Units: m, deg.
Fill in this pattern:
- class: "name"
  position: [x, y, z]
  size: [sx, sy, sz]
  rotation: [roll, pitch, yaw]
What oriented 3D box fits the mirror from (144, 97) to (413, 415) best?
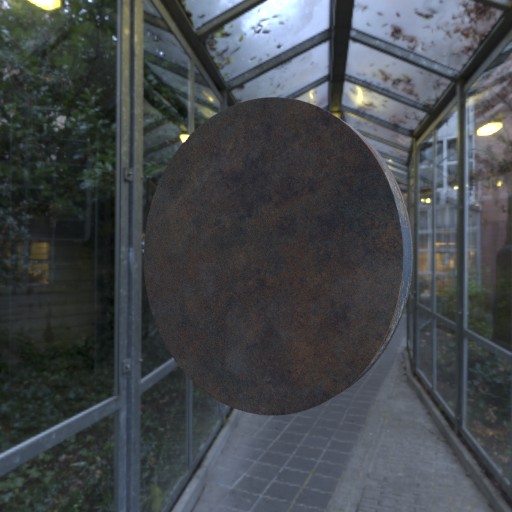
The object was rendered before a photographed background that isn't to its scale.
- class: "mirror"
  position: [0.000, 0.000, 0.856]
  size: [0.585, 0.585, 0.061]
  rotation: [0, -1, 36]
